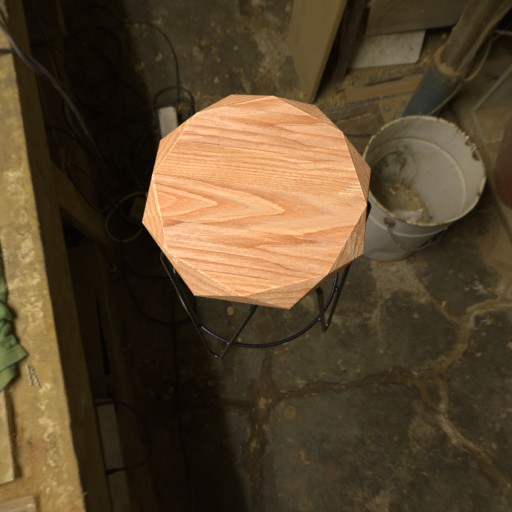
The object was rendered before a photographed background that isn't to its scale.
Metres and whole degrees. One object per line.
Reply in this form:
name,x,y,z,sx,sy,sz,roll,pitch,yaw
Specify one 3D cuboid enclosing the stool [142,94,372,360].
stool,0.000,0.000,0.811,0.326,0.610,0.326,-14,76,-3
